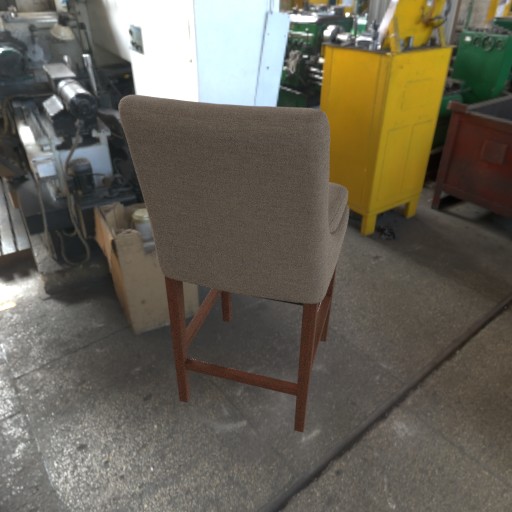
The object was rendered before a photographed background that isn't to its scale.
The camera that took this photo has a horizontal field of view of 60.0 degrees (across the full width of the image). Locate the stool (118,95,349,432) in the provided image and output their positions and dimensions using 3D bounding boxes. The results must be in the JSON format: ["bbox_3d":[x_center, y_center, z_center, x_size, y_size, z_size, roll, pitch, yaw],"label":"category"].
[{"bbox_3d":[0.000,0.000,1.287,0.470,0.981,0.577,9,34,14],"label":"stool"}]
